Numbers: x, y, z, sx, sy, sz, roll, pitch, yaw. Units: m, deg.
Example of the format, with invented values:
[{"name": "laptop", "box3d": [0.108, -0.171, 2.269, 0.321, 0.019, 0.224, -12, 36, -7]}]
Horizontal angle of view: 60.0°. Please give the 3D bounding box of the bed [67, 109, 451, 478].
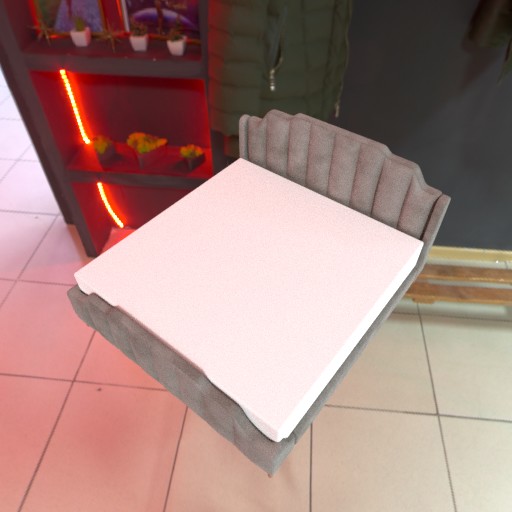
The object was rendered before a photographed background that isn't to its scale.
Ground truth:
[{"name": "bed", "box3d": [0.000, 0.000, 3.571, 2.074, 1.245, 2.340, 30, 53, 25]}]
